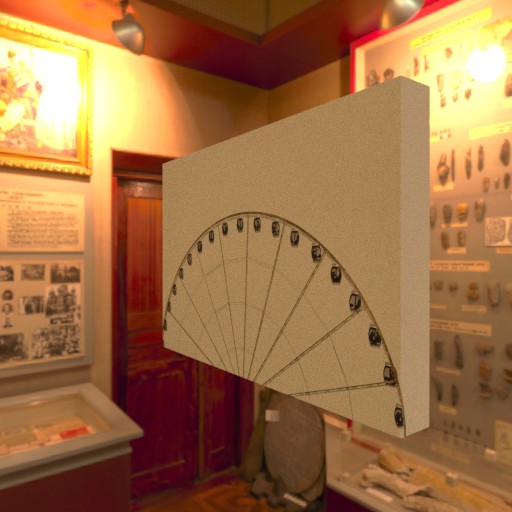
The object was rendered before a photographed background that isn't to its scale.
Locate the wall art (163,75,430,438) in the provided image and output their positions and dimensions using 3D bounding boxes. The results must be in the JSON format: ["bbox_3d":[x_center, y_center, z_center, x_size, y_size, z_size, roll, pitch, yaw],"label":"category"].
[{"bbox_3d":[0.000,0.000,0.473,0.039,0.254,0.384,0,0,-37],"label":"wall art"}]
